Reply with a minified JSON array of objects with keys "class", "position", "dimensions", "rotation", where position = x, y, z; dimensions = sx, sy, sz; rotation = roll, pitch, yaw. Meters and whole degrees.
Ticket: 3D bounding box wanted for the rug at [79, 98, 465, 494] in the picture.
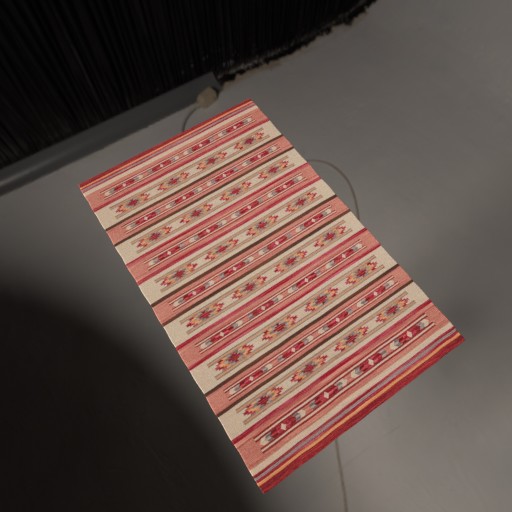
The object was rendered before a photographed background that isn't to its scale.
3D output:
[{"class":"rug","position":[0.000,0.000,3.025],"dimensions":[1.535,0.010,2.431],"rotation":[-31,68,-14]}]
